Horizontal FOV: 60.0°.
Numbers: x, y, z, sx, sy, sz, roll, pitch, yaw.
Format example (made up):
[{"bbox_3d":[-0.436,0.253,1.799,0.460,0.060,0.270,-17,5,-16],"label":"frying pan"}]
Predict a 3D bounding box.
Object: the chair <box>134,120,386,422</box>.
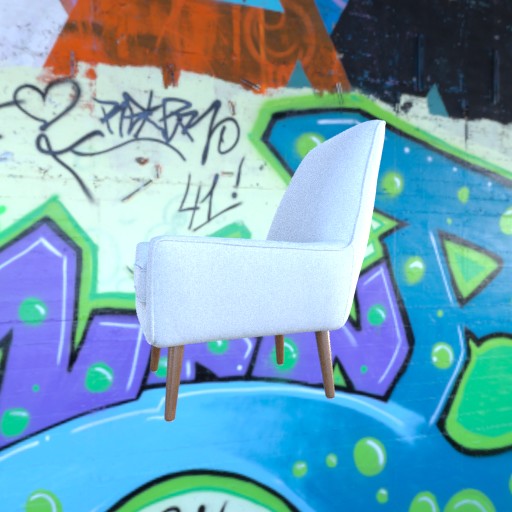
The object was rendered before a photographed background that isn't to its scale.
[{"bbox_3d":[0.000,0.000,1.539,0.822,0.888,0.787,0,0,-18],"label":"chair"}]
